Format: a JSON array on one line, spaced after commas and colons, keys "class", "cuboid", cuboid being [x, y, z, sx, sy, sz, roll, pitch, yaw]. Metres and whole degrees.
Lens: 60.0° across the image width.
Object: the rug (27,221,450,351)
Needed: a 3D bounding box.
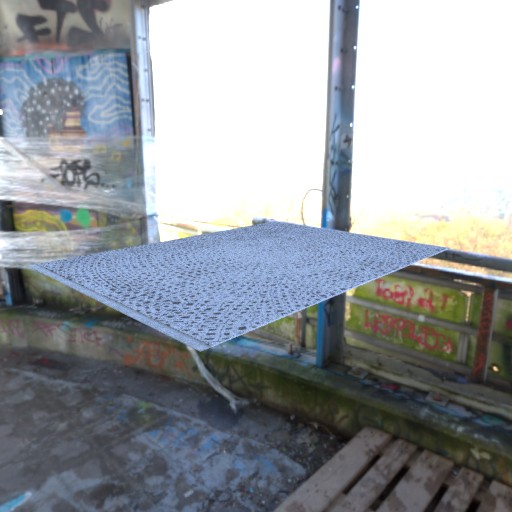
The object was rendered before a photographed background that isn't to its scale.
[{"class": "rug", "cuboid": [0.000, 0.000, 2.096, 1.190, 0.003, 1.634, 13, 19, 42]}]
